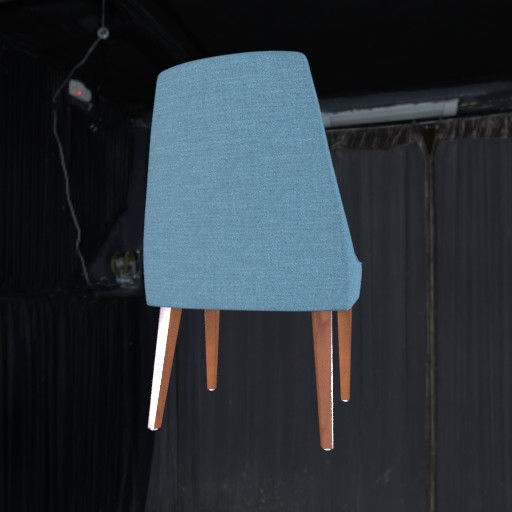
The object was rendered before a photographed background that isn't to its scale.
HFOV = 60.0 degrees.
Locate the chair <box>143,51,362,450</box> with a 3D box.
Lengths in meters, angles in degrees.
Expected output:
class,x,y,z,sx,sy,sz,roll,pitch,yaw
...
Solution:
class,x,y,z,sx,sy,sz,roll,pitch,yaw
chair,0.000,0.000,1.196,0.529,0.861,0.544,-1,-2,17
